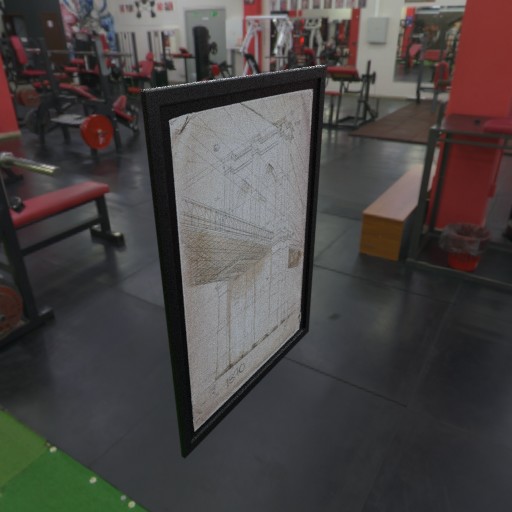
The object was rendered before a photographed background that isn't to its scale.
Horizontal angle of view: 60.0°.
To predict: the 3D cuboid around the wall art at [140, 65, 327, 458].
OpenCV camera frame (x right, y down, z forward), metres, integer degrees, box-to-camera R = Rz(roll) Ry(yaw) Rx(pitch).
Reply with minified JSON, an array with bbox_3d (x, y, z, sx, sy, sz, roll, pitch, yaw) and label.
[{"bbox_3d":[0.000,0.000,1.272,0.013,0.967,0.707,18,32,31],"label":"wall art"}]
